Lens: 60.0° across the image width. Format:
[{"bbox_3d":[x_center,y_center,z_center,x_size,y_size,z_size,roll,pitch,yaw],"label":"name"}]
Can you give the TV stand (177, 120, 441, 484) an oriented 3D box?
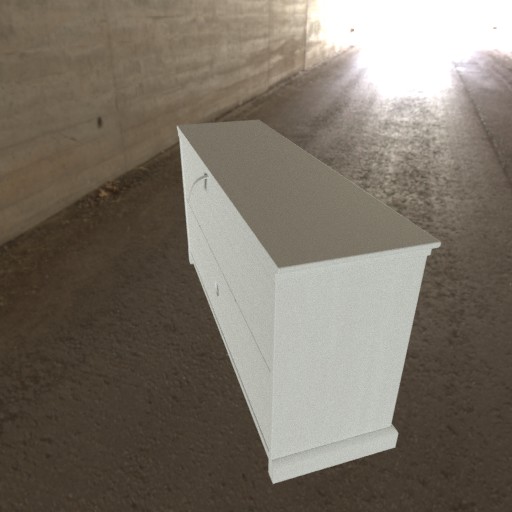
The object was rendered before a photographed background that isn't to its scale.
[{"bbox_3d":[0.000,0.000,1.473,0.424,0.624,1.187,-9,30,-15],"label":"TV stand"}]
